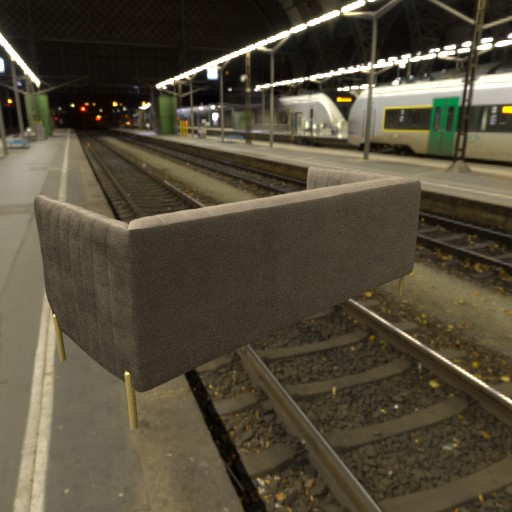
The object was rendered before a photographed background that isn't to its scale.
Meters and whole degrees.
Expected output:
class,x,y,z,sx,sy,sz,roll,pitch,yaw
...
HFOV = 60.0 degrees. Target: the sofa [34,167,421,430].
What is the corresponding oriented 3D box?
class,x,y,z,sx,sy,sz,roll,pitch,yaw
sofa,0.000,0.000,2.402,1.980,0.780,0.876,-15,23,-41
